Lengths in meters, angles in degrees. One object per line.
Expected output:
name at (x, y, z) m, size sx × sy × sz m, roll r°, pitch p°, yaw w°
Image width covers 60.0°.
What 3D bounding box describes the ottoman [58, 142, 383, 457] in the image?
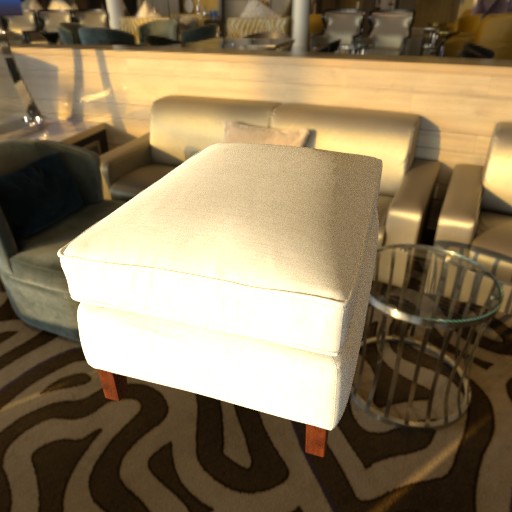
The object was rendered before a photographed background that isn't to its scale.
ottoman at (0.000, 0.000, 0.970) m, size 0.501 × 0.406 × 0.665 m, roll 9°, pitch 31°, yaw 15°
